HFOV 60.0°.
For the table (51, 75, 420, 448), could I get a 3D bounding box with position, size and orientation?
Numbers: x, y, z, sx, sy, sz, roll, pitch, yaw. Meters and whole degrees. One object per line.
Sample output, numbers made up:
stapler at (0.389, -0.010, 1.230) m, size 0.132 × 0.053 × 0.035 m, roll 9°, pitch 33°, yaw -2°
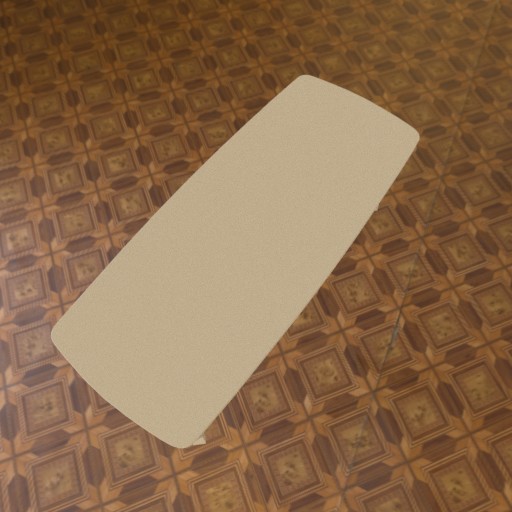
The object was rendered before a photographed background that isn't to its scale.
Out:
table at (0.000, 0.000, 1.612) m, size 0.561 × 0.474 × 1.334 m, roll 34°, pitch 68°, yaw 15°
